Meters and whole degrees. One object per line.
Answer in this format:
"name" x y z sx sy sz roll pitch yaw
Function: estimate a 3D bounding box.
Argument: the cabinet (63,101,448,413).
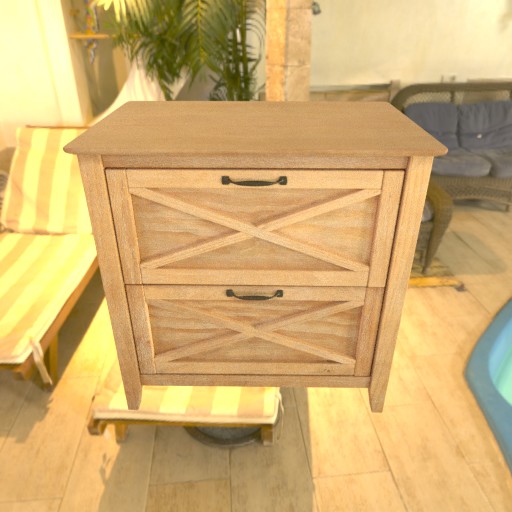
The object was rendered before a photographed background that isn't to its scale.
"cabinet" 0.000 0.000 1.271 0.763 0.762 0.503 0 29 1
